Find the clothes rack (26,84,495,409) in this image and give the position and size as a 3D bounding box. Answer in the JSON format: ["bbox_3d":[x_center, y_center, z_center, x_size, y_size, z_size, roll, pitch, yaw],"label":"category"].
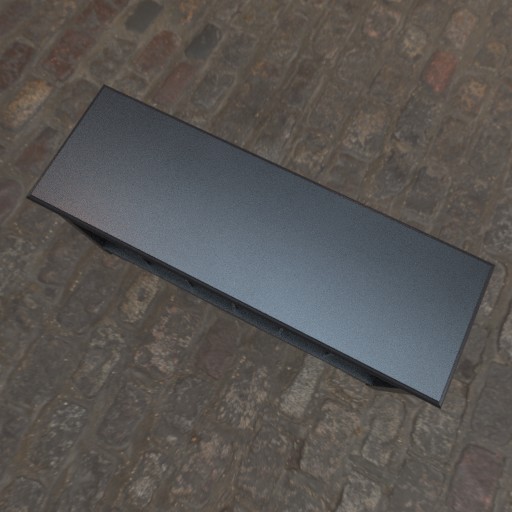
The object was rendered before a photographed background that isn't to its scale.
[{"bbox_3d":[0.000,0.000,1.456,1.219,0.556,0.406,26,77,7],"label":"clothes rack"}]
